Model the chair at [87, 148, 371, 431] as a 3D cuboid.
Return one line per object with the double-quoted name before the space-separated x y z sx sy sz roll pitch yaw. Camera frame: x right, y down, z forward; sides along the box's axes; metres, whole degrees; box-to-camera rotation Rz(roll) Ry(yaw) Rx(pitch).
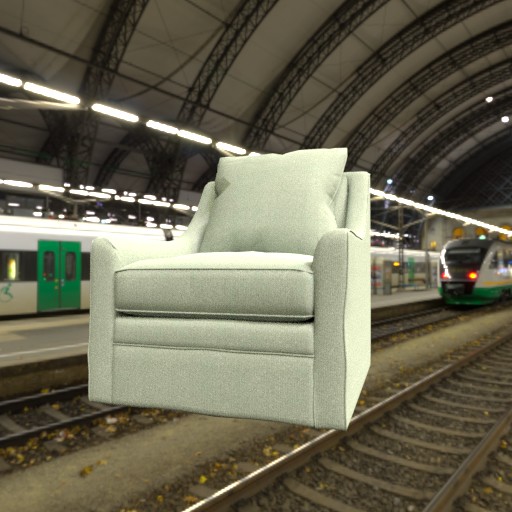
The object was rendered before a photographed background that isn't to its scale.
"chair" 0.000 0.000 1.596 0.760 0.926 0.870 -1 -2 19
